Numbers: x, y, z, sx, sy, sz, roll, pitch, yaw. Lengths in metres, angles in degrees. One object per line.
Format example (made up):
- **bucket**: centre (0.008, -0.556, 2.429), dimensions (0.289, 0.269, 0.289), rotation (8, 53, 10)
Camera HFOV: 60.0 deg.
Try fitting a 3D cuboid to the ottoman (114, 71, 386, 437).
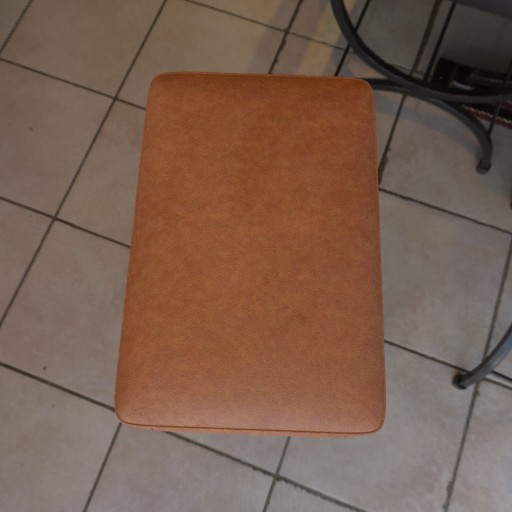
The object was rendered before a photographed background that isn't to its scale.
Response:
- **ottoman**: centre (0.000, 0.000, 1.191), dimensions (0.584, 0.483, 0.864), rotation (2, 75, 1)
